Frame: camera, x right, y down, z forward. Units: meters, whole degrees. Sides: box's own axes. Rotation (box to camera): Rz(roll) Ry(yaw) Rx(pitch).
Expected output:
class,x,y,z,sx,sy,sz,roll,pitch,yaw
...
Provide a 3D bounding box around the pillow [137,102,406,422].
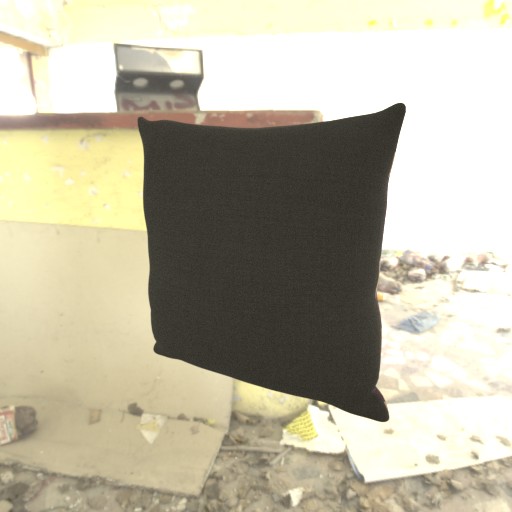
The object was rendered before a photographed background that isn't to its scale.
class,x,y,z,sx,sy,sz,roll,pitch,yaw
pillow,0.000,0.000,0.783,0.503,0.496,0.208,8,17,29
